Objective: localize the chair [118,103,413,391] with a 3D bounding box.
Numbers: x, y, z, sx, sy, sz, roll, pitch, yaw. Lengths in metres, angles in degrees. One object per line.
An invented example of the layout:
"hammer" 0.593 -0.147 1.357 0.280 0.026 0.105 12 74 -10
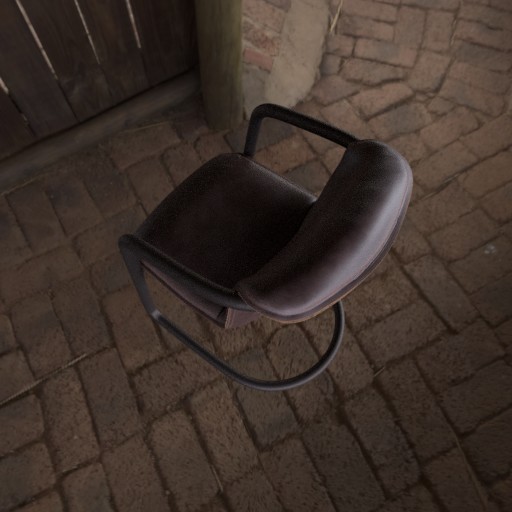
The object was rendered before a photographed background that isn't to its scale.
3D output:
"chair" 0.000 0.000 1.266 0.664 0.836 0.536 34 68 16
